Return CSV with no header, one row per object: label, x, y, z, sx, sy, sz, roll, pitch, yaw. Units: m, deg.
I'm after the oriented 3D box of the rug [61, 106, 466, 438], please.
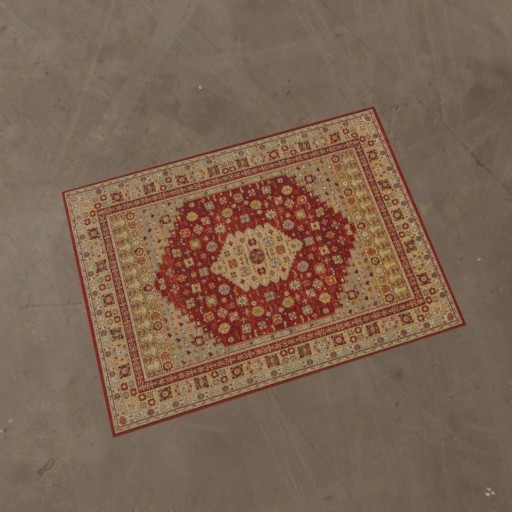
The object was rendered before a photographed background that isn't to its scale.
rug,0.000,0.000,2.828,2.211,0.013,1.593,-16,76,-4
